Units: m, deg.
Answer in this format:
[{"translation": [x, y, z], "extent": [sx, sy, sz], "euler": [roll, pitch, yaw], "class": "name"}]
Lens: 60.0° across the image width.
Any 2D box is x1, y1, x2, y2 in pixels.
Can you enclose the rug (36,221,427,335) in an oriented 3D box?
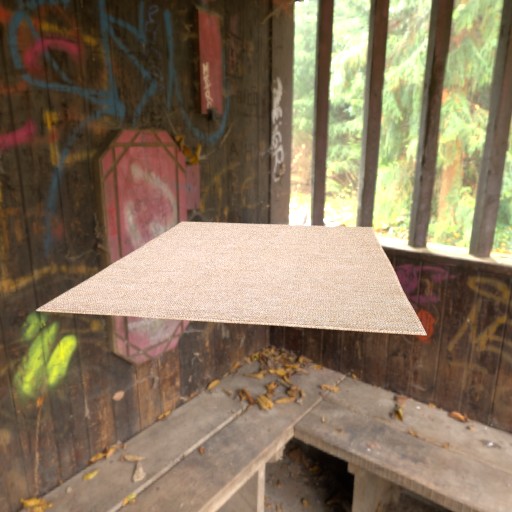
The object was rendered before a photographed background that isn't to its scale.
[{"translation": [0.000, 0.000, 4.117], "extent": [2.406, 0.012, 3.034], "euler": [2, 15, 8], "class": "rug"}]
